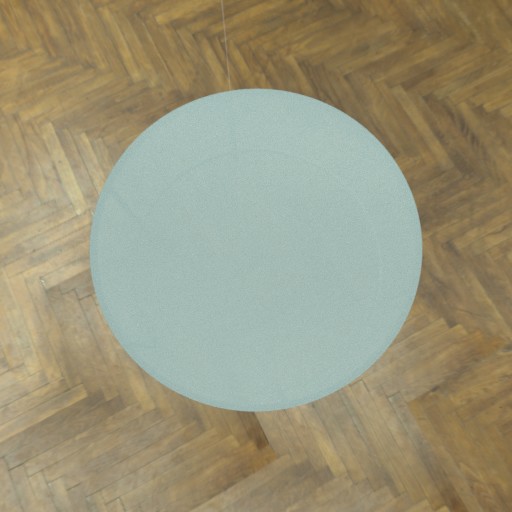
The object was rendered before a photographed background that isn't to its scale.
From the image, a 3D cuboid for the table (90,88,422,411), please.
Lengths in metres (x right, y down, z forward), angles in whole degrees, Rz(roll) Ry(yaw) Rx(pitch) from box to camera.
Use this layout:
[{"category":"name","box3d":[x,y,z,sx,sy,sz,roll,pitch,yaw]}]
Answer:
[{"category":"table","box3d":[0.000,0.000,1.443,0.914,0.470,0.914,0,76,0]}]
